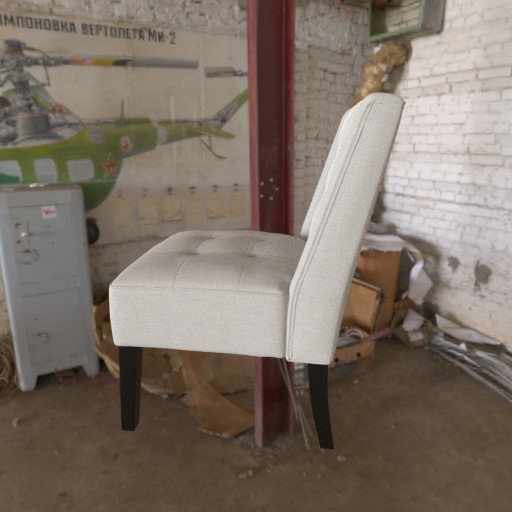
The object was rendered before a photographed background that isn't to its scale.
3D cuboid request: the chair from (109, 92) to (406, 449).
[{"bbox_3d":[0.000,0.000,1.288,0.676,0.853,0.569,2,15,7],"label":"chair"}]
